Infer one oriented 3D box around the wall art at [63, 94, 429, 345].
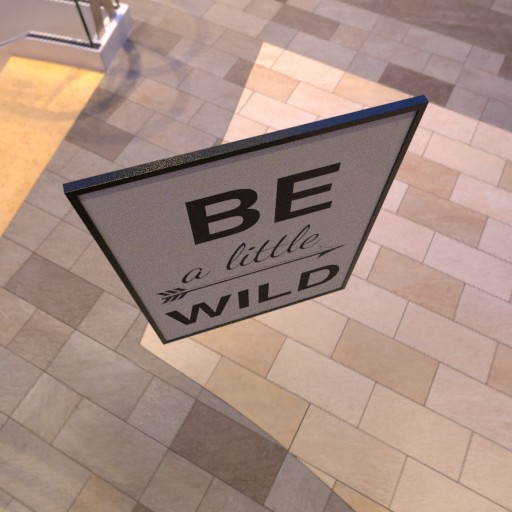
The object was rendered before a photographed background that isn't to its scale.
[{"bbox_3d":[0.000,0.000,0.773,0.442,0.582,0.013,-16,64,-8],"label":"wall art"}]
